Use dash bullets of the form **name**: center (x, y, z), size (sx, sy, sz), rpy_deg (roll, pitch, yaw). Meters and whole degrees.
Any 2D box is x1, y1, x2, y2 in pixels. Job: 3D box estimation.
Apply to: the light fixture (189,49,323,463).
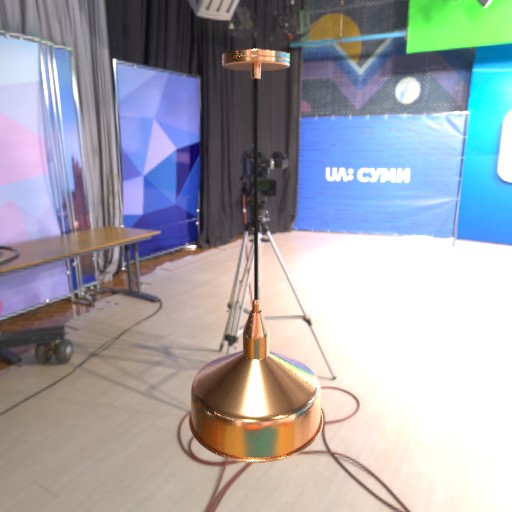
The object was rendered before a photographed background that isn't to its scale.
- **light fixture**: center (0.000, 0.000, 0.903), size (0.301, 0.754, 0.301), rpy_deg (-2, 16, -7)
